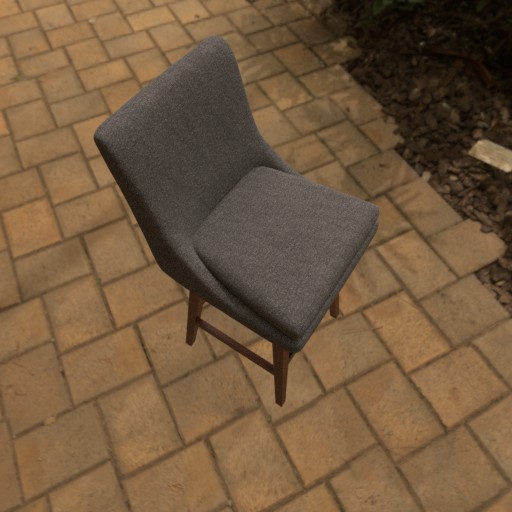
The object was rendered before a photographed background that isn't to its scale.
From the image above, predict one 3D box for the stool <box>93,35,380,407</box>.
[{"bbox_3d":[0.000,0.000,1.381,0.572,1.068,0.489,29,62,17],"label":"stool"}]
